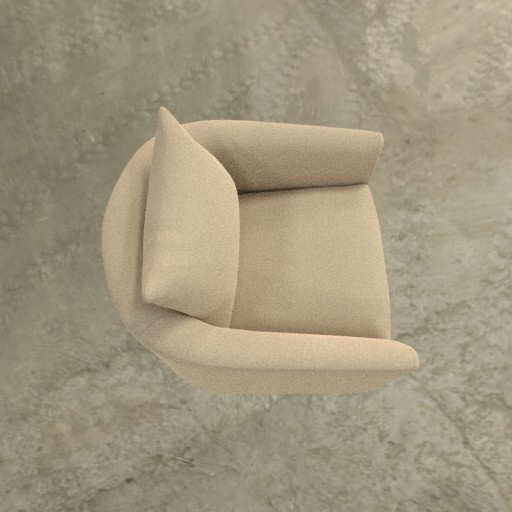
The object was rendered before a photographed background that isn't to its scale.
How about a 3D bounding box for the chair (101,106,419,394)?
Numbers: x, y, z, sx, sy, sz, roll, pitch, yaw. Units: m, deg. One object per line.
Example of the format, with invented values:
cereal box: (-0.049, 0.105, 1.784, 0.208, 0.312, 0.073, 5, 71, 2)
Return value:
chair: (0.000, 0.000, 1.525, 0.910, 0.848, 0.845, -1, 66, 0)
